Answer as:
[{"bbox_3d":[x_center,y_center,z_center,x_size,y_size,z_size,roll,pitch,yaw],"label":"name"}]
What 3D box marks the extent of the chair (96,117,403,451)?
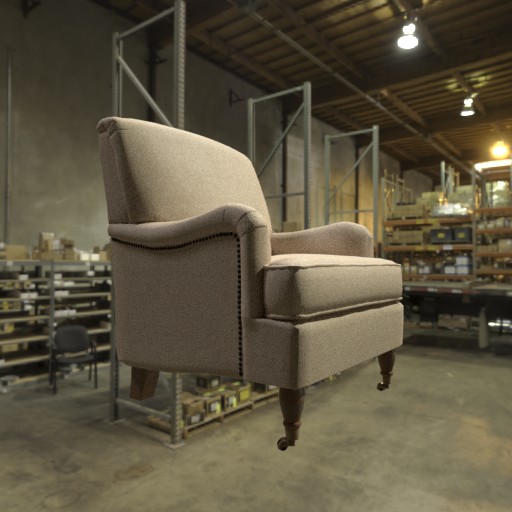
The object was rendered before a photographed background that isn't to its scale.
[{"bbox_3d":[0.000,0.000,1.786,0.953,1.119,0.879,-1,-1,37],"label":"chair"}]
